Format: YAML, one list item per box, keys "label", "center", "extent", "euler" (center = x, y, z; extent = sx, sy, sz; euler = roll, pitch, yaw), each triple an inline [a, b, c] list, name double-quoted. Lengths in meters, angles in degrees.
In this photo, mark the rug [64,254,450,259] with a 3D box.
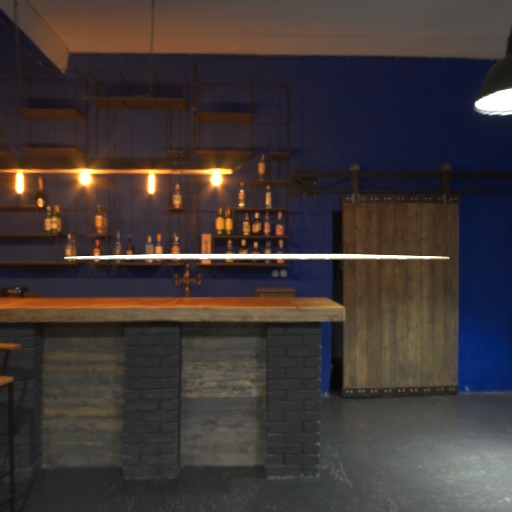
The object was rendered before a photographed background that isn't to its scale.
- label: "rug"
  center: [0.000, 0.000, 2.809]
  extent: [1.524, 0.010, 2.134]
  euler: [0, 0, 0]
